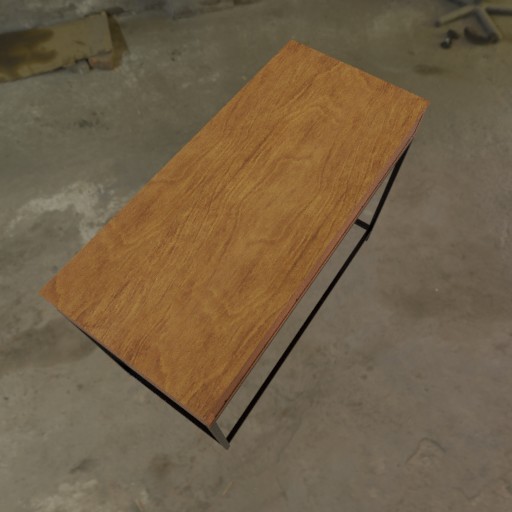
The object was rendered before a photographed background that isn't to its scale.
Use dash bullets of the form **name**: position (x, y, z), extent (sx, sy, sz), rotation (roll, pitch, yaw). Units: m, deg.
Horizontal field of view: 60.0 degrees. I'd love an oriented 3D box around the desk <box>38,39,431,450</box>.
- **desk**: position (0.000, 0.000, 1.432), extent (0.470, 0.762, 1.016), rotation (32, 67, 15)
